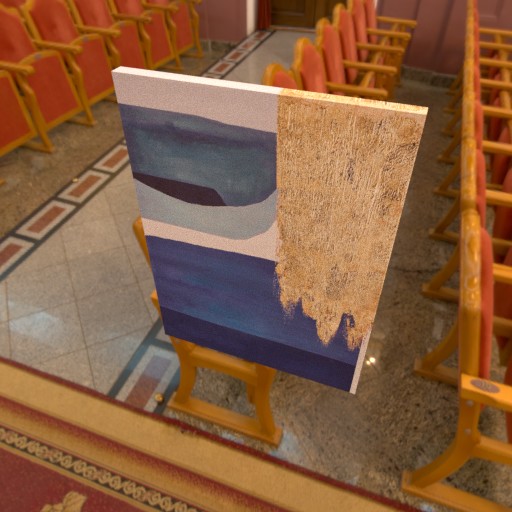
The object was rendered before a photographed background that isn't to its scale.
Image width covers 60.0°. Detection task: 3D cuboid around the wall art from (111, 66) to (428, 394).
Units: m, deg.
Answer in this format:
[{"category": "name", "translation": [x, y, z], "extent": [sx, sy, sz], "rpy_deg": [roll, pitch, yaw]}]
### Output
[{"category": "wall art", "translation": [0.000, 0.000, 0.814], "extent": [0.458, 0.613, 0.026], "rpy_deg": [14, 42, 16]}]
